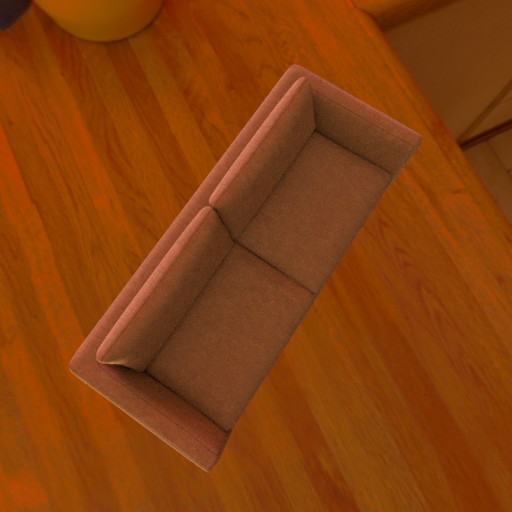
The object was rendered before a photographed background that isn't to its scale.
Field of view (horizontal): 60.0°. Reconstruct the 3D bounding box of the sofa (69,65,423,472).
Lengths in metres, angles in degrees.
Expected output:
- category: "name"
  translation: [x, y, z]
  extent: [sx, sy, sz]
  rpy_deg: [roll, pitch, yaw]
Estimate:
- category: "sofa"
  translation: [0.000, 0.000, 2.596]
  extent: [0.889, 0.864, 2.121]
  rpy_deg: [33, 78, 8]
